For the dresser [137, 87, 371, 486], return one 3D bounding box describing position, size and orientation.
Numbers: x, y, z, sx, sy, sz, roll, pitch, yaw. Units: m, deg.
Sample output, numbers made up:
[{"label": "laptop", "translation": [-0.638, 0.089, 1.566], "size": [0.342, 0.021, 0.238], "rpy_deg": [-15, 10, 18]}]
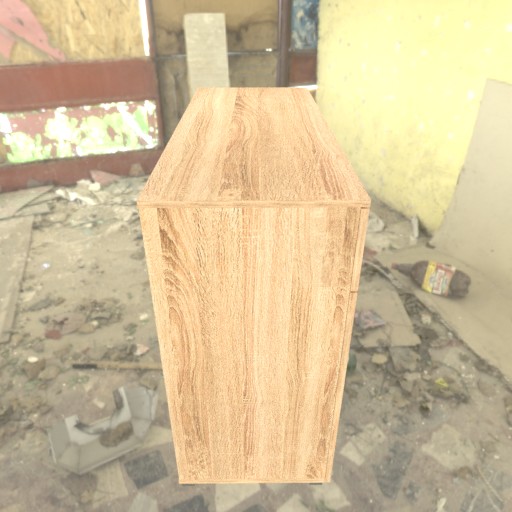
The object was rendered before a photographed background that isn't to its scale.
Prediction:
[{"label": "dresser", "translation": [0.000, 0.000, 1.520], "size": [0.450, 0.900, 1.100], "rpy_deg": [0, 31, 0]}]
